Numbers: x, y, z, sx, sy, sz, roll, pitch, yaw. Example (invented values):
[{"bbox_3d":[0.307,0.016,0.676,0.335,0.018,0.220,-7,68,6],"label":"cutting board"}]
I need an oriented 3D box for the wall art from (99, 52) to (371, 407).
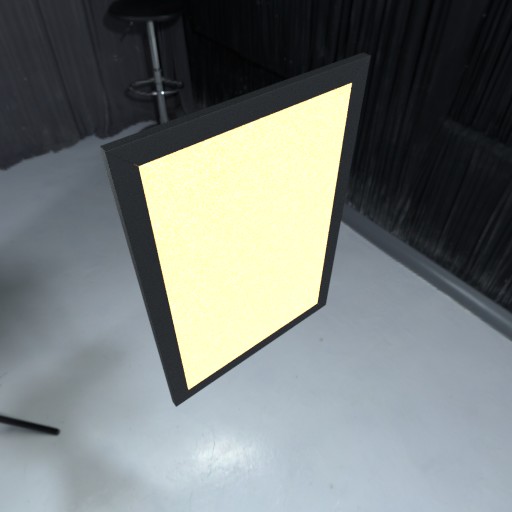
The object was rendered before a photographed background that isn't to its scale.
[{"bbox_3d":[0.000,0.000,0.603,0.326,0.459,0.011,-29,52,-26],"label":"wall art"}]
